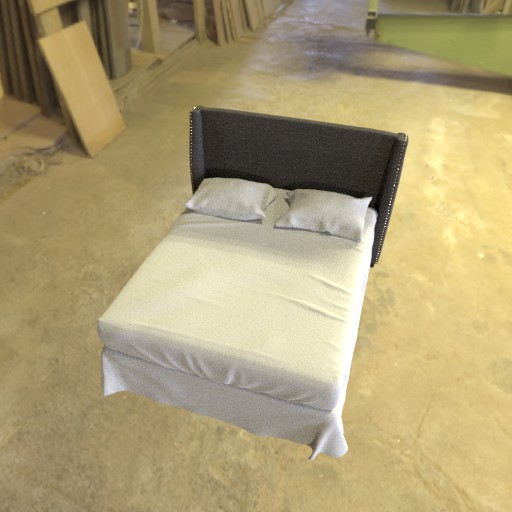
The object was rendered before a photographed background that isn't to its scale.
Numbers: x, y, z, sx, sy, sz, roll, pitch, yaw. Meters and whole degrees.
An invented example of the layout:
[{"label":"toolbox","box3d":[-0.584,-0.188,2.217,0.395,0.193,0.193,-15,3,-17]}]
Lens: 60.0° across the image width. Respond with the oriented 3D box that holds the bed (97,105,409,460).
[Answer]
[{"label":"bed","box3d":[0.000,0.000,3.466,1.925,1.332,2.276,12,43,13]}]
